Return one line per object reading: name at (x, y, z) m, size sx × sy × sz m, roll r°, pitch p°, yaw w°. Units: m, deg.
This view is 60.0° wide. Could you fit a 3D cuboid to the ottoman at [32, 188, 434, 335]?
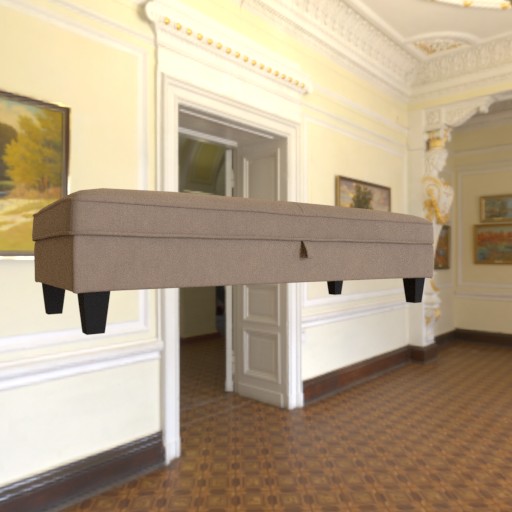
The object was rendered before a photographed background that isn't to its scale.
ottoman at (0.000, 0.000, 1.980) m, size 1.726 × 0.460 × 0.735 m, roll 0°, pitch 0°, yaw -35°
